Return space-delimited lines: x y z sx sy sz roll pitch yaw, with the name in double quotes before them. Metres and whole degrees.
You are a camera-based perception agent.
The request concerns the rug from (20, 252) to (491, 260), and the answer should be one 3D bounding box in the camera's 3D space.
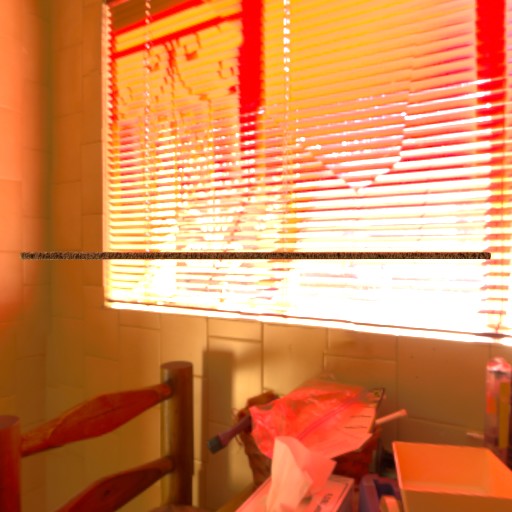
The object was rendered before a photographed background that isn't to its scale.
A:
"rug" 0.000 0.000 2.266 1.778 0.030 1.219 0 0 1
